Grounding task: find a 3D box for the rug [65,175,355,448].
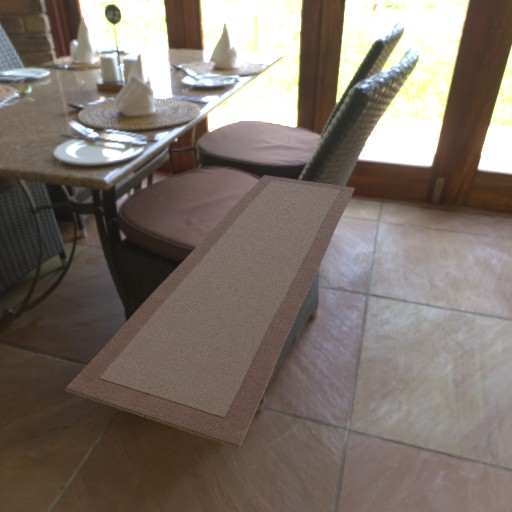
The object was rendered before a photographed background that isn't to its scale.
[{"bbox_3d":[0.000,0.000,2.638,0.767,0.012,2.430,11,34,17],"label":"rug"}]
